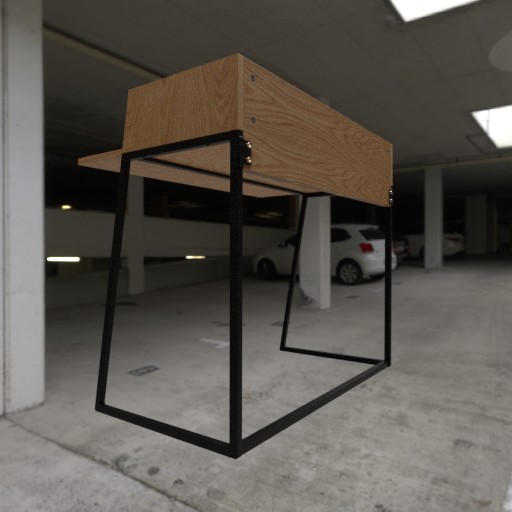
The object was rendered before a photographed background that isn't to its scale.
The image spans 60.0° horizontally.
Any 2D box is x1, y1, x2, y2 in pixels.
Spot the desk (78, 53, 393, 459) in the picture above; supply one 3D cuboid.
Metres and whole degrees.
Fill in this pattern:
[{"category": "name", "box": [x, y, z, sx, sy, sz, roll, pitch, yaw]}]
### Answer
[{"category": "desk", "box": [0.000, 0.000, 1.854, 0.769, 1.061, 1.191, 0, 0, 36]}]
